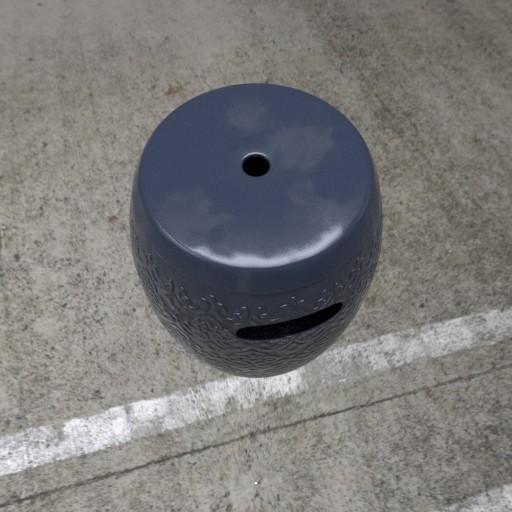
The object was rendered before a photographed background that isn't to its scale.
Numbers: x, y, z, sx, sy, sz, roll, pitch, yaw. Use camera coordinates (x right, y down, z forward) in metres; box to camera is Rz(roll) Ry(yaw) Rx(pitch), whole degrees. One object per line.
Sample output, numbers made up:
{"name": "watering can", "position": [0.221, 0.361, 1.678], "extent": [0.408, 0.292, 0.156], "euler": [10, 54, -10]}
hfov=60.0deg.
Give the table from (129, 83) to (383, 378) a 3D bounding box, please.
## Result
{"name": "table", "position": [0.000, 0.000, 0.610], "extent": [0.309, 0.397, 0.309], "euler": [0, 63, 0]}
